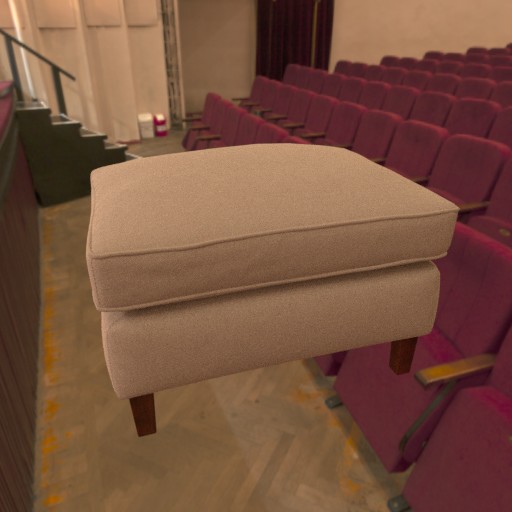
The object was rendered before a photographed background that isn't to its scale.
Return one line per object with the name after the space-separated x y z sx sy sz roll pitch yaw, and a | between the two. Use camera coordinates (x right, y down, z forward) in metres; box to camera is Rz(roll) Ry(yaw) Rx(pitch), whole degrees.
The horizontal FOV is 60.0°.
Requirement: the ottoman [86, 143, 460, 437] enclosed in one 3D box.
0.000 0.000 0.985 0.665 0.456 0.501 -8 28 -15 | ottoman
